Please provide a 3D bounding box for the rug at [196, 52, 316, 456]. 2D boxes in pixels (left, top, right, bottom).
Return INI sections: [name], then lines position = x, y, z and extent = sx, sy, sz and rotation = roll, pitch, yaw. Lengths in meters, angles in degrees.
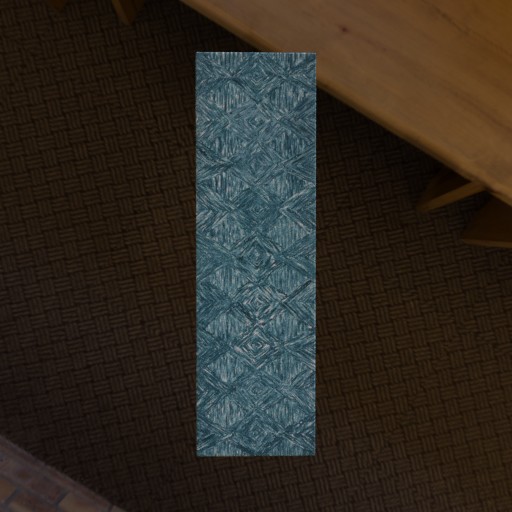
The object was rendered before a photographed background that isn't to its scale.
[rug]
position = 0.000, 0.000, 2.514
extent = 0.676, 0.016, 2.286
rotation = 0, 91, -1
